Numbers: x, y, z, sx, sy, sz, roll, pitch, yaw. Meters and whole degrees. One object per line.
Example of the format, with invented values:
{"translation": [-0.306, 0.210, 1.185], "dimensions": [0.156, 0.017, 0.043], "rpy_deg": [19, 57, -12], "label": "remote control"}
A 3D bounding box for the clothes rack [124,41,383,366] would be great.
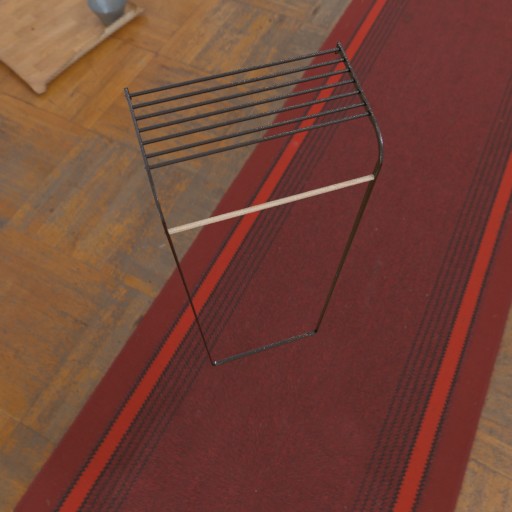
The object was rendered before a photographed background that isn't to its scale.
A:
{"translation": [0.000, 0.000, 1.803], "dimensions": [0.609, 1.574, 0.349], "rpy_deg": [-16, 63, -8], "label": "clothes rack"}
